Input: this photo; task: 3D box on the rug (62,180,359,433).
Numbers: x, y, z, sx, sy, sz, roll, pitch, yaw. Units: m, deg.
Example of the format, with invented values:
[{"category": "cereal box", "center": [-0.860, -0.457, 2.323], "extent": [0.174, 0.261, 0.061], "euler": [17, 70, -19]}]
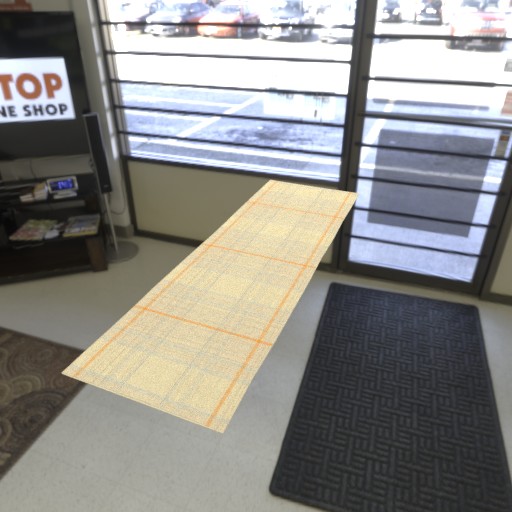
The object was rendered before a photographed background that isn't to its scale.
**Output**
[{"category": "rug", "center": [0.000, 0.000, 2.722], "extent": [0.770, 0.016, 2.442], "euler": [12, 33, 20]}]
